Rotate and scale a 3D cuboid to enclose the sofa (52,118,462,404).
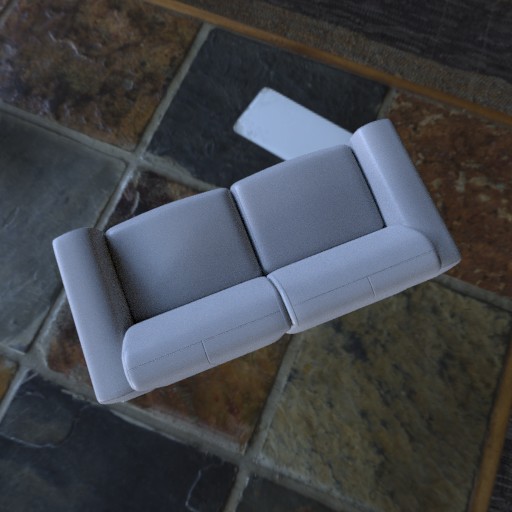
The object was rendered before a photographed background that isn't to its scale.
[{"bbox_3d":[0.000,0.000,2.361,1.901,0.772,0.900,-21,77,-5],"label":"sofa"}]
